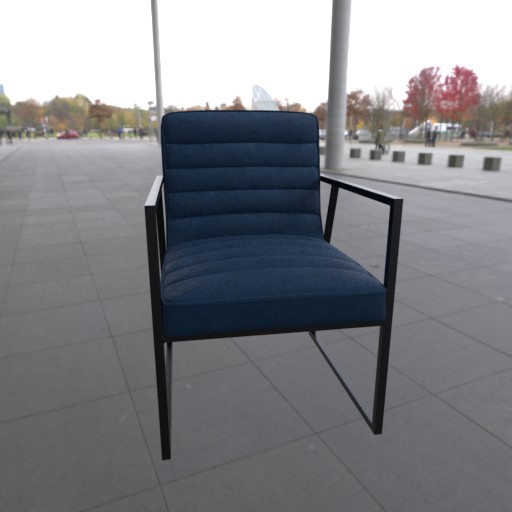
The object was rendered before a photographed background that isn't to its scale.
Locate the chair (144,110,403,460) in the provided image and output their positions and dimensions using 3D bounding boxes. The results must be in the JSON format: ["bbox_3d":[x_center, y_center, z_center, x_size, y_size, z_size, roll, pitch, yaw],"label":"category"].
[{"bbox_3d":[0.000,0.000,1.296,0.571,0.833,0.677,-3,16,-9],"label":"chair"}]
